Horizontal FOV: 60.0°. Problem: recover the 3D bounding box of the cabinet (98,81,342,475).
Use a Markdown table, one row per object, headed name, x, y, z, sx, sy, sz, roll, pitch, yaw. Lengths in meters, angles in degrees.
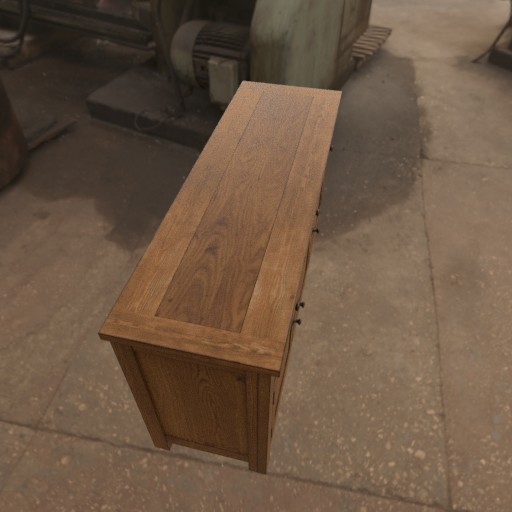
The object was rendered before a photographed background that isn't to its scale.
| name | x | y | z | sx | sy | sz | roll | pitch | yaw |
| --- | --- | --- | --- | --- | --- | --- | --- | --- | --- |
| cabinet | 0.000 | 0.000 | 1.879 | 0.480 | 0.813 | 1.474 | 10 | 47 | 9 |
